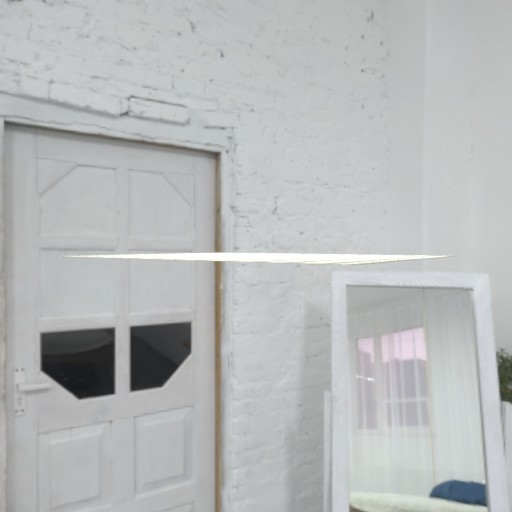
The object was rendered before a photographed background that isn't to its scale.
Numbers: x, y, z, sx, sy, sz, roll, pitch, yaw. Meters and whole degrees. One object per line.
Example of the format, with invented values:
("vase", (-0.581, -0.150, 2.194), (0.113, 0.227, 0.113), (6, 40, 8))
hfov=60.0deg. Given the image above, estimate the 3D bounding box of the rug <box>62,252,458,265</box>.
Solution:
("rug", (0.000, 0.000, 4.307), (3.201, 0.005, 2.439), (1, 2, 37))
